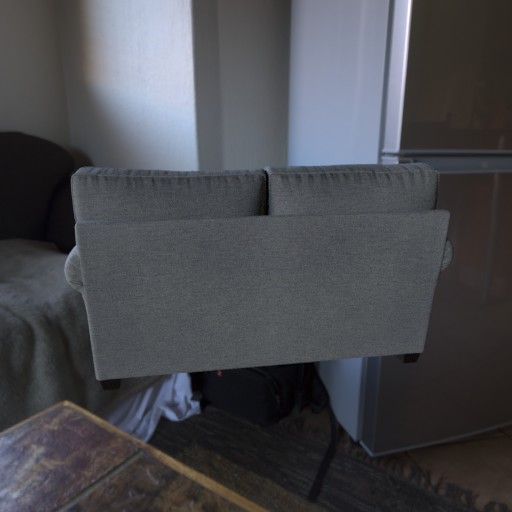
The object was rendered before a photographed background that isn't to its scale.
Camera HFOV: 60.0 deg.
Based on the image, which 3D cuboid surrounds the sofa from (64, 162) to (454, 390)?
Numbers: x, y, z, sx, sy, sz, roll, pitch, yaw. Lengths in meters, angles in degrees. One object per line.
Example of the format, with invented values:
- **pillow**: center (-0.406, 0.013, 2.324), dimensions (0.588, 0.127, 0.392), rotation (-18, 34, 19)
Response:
- **sofa**: center (0.000, 0.000, 2.294), dimensions (1.701, 0.966, 0.966), rotation (-3, 16, -9)
